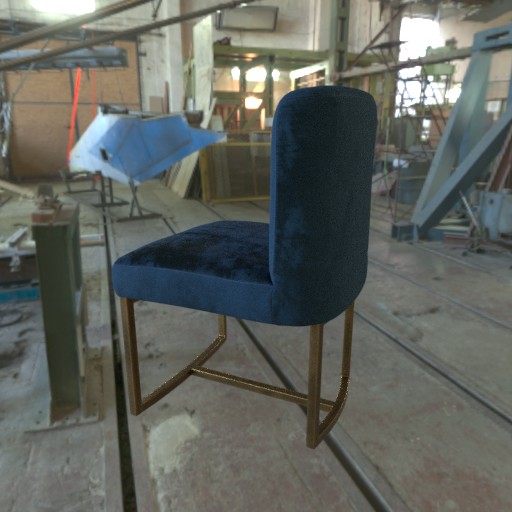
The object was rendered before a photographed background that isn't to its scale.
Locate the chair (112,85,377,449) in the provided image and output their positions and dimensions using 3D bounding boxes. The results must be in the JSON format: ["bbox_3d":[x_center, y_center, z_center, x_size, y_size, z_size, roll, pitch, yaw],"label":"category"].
[{"bbox_3d":[0.000,0.000,1.190,0.560,0.824,0.530,8,18,24],"label":"chair"}]
